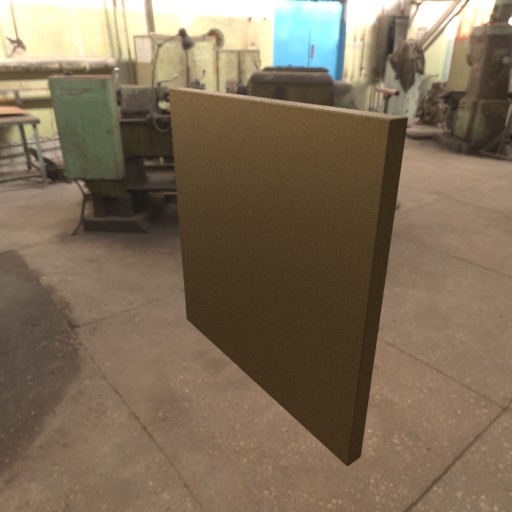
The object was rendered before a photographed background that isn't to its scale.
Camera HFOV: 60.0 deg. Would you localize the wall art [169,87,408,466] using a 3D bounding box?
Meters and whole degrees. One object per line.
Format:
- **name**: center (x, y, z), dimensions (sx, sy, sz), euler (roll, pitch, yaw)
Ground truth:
- **wall art**: center (0.000, 0.000, 0.752), dimensions (0.031, 0.506, 0.503), euler (-17, 30, -33)
